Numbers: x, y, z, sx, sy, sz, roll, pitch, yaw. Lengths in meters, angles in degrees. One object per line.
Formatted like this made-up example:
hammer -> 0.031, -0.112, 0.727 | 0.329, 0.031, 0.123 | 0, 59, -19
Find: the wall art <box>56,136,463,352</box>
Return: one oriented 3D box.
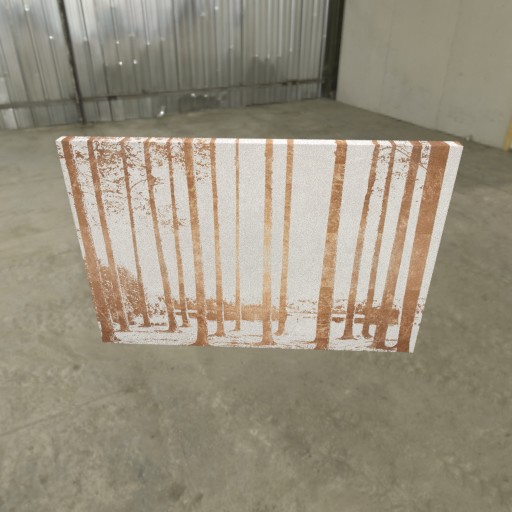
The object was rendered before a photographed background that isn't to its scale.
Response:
wall art -> 0.000, 0.000, 1.163 | 0.914, 0.609, 0.035 | 1, 31, 2
